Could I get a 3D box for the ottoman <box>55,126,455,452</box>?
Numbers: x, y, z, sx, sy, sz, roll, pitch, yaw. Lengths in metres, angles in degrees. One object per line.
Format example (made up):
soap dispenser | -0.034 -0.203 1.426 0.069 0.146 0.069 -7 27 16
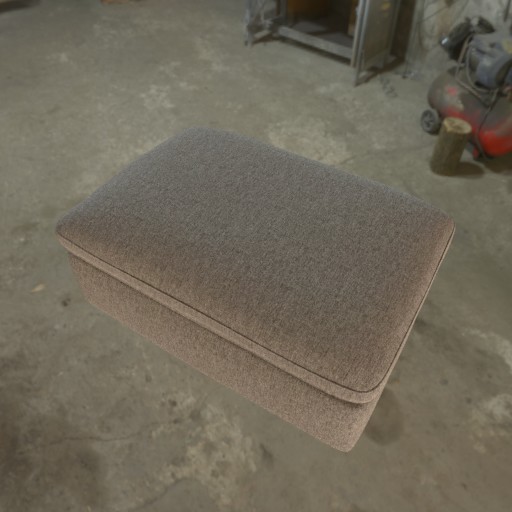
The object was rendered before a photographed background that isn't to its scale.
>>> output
ottoman | 0.000 0.000 1.351 0.977 0.451 0.694 24 51 22
